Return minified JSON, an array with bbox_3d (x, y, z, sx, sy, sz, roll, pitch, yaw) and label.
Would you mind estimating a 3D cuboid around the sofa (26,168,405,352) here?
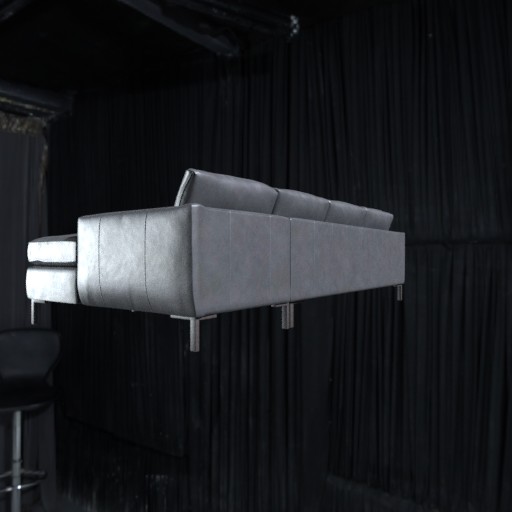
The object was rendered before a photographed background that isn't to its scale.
[{"bbox_3d":[0.000,0.000,3.567,1.471,0.859,2.993,0,0,36],"label":"sofa"}]
